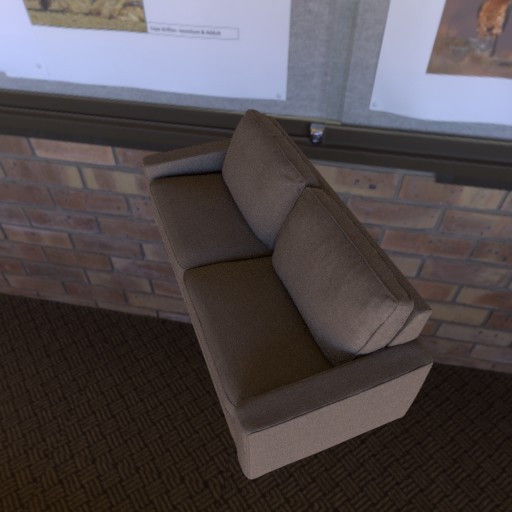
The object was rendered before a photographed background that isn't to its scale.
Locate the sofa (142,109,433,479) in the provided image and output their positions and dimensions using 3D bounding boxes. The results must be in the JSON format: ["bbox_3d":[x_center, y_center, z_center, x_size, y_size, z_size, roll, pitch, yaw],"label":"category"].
[{"bbox_3d":[0.000,0.000,2.597,0.940,0.919,2.080,-16,48,-15],"label":"sofa"}]
